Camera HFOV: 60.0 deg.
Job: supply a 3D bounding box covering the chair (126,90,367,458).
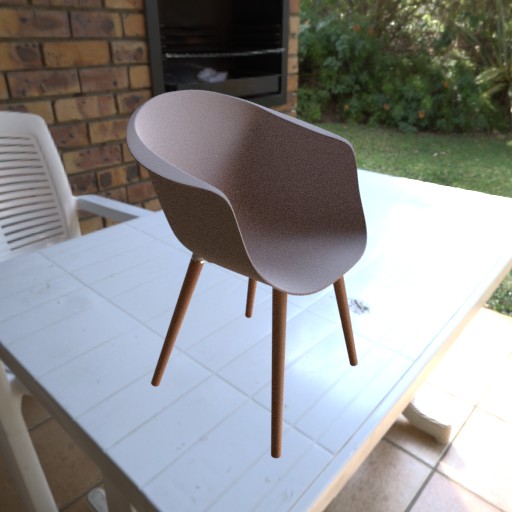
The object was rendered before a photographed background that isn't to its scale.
[{"bbox_3d":[0.000,0.000,1.158,0.504,0.781,0.593,19,32,33],"label":"chair"}]
